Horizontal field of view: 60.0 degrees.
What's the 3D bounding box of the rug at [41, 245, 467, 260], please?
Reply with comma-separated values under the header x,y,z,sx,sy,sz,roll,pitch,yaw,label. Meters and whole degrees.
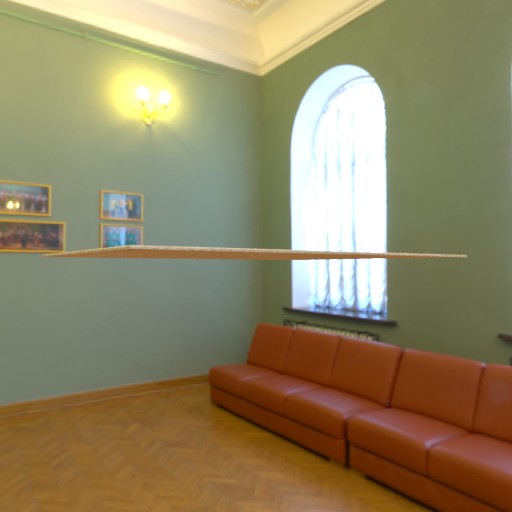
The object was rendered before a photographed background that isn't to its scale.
x,y,z,sx,sy,sz,roll,pitch,yaw,label
0.000,0.000,2.731,2.144,0.013,1.509,1,-2,-36,rug
